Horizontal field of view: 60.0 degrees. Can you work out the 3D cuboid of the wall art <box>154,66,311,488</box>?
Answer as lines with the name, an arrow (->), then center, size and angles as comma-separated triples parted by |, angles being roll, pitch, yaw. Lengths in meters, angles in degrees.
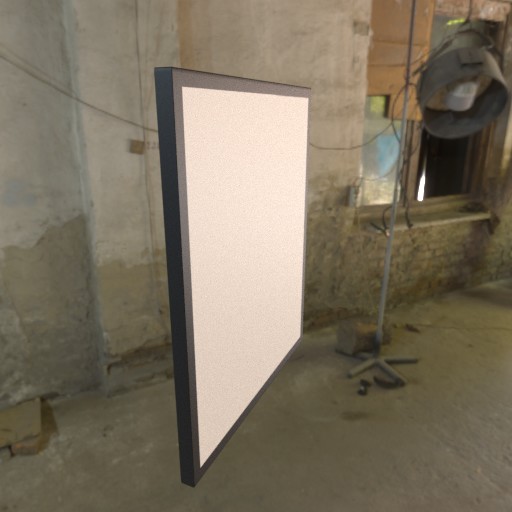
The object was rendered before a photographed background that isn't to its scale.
wall art -> 0.000, 0.000, 0.691 | 0.021, 0.509, 0.430 | 8, 20, 23
